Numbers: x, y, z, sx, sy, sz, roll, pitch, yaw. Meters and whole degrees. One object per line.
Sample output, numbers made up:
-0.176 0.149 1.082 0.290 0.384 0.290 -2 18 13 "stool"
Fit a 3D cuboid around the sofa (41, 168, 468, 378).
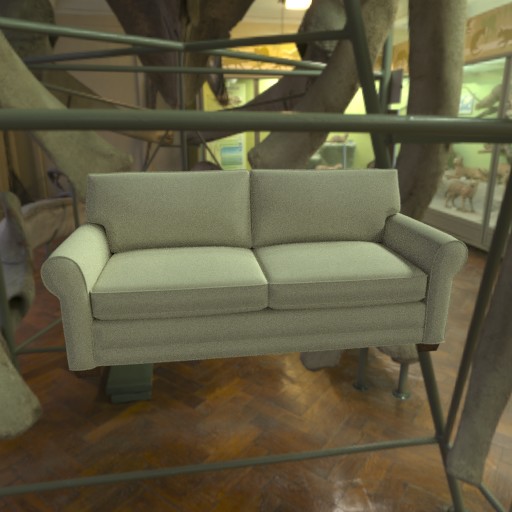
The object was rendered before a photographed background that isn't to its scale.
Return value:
0.000 0.000 2.630 2.146 0.962 0.901 -2 17 -8 "sofa"
